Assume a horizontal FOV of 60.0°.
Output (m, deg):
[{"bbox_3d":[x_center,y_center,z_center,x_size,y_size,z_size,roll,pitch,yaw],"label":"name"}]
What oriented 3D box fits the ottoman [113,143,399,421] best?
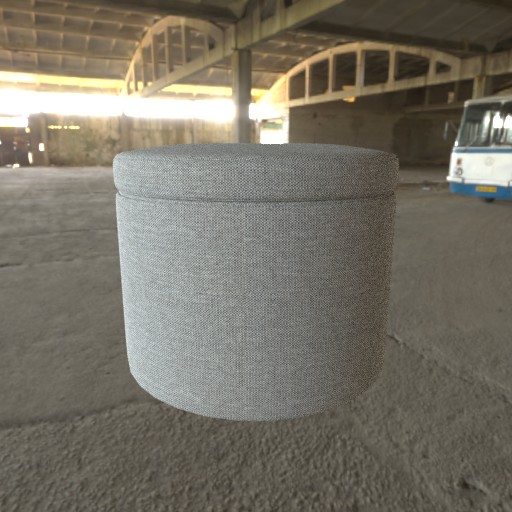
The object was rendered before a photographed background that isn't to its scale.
[{"bbox_3d":[0.000,0.000,0.852,0.500,0.419,0.500,0,14,0],"label":"ottoman"}]
